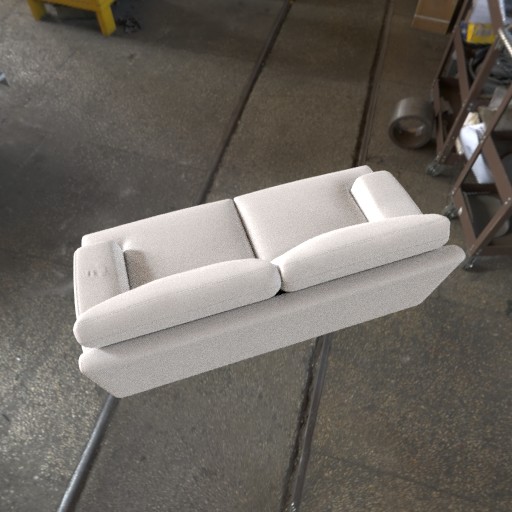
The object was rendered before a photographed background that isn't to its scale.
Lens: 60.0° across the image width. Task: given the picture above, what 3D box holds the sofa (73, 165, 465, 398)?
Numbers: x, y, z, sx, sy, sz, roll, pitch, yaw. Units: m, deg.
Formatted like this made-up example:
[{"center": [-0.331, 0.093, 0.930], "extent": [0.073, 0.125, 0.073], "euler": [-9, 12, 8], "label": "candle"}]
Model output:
[{"center": [0.000, 0.000, 2.882], "extent": [2.261, 0.940, 1.143], "euler": [-15, 58, -10], "label": "sofa"}]
